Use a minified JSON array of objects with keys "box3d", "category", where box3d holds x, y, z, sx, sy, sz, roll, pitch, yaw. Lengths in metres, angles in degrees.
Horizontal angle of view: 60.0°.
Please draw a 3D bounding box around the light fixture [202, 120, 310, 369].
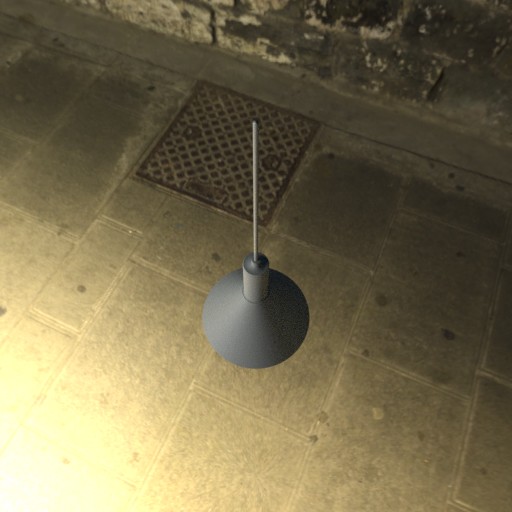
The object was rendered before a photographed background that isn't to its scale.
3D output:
[{"box3d":[0.000,0.000,0.810,0.267,0.683,0.267,36,69,16],"category":"light fixture"}]
